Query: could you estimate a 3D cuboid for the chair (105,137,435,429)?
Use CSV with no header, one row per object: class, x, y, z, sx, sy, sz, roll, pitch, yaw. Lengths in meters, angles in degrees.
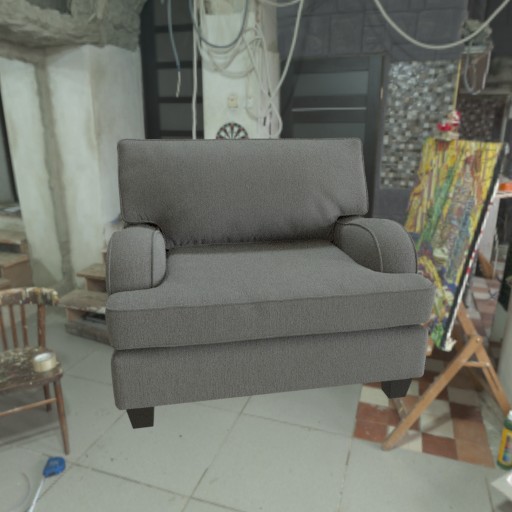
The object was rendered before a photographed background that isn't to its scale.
chair,0.000,0.000,2.000,1.220,1.016,1.041,-3,17,-10
